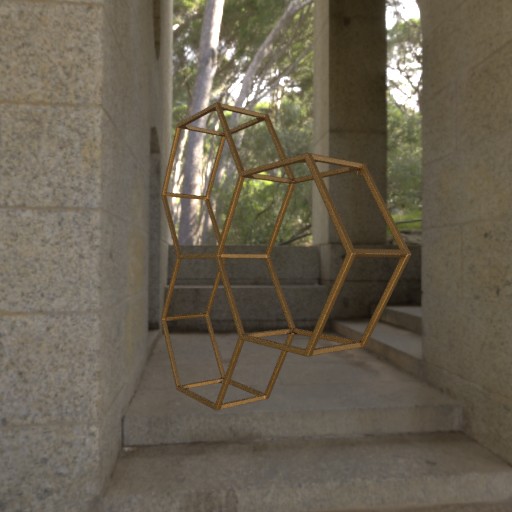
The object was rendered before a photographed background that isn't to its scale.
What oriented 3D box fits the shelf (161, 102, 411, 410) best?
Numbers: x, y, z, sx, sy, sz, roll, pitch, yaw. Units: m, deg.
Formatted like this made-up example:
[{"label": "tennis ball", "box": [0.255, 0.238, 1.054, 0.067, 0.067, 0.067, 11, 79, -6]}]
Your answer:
[{"label": "shelf", "box": [0.000, 0.000, 1.009, 0.150, 0.701, 0.708, 0, -1, -36]}]
